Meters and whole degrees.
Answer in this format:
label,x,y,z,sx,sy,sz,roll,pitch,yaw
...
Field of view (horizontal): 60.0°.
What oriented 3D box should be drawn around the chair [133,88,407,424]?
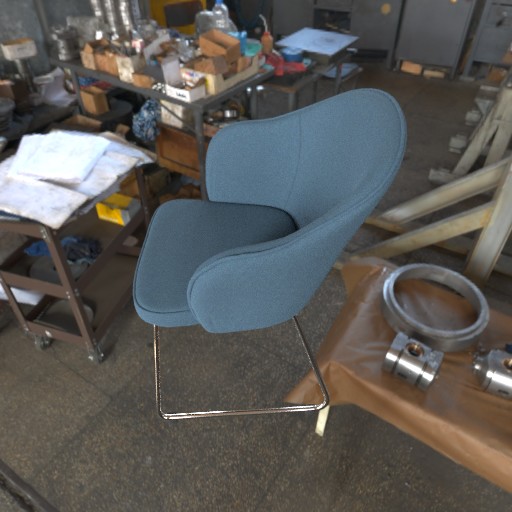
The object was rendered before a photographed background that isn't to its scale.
label,x,y,z,sx,sy,sz,roll,pitch,yaw
chair,0.000,0.000,1.158,0.585,0.815,0.570,-1,41,-1
